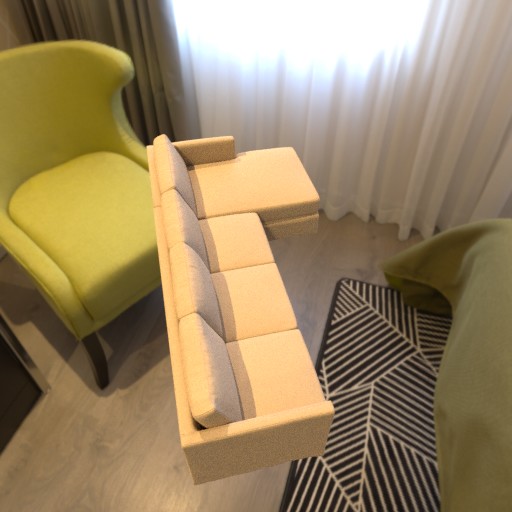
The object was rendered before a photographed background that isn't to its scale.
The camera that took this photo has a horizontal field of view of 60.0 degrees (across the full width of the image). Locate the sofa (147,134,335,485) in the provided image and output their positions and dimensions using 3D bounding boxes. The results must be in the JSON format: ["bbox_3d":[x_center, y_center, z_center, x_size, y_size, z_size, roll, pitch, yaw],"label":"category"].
[{"bbox_3d":[0.000,0.000,3.867,1.622,0.871,3.206,-10,47,-9],"label":"sofa"}]
